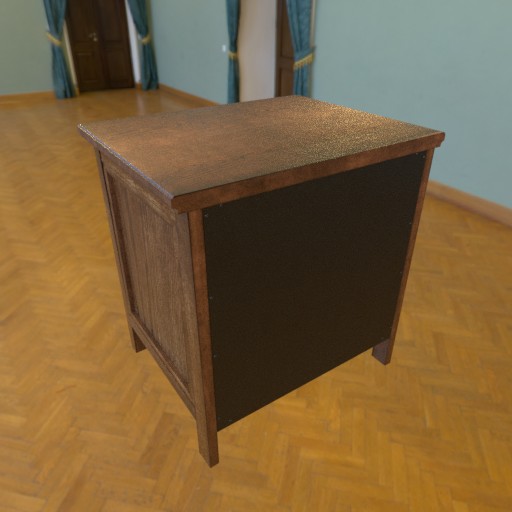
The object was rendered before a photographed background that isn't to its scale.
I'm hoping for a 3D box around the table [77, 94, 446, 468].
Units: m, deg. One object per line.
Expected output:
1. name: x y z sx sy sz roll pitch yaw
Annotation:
1. table: 0.000 0.000 1.039 0.586 0.597 0.461 -19 35 -29
